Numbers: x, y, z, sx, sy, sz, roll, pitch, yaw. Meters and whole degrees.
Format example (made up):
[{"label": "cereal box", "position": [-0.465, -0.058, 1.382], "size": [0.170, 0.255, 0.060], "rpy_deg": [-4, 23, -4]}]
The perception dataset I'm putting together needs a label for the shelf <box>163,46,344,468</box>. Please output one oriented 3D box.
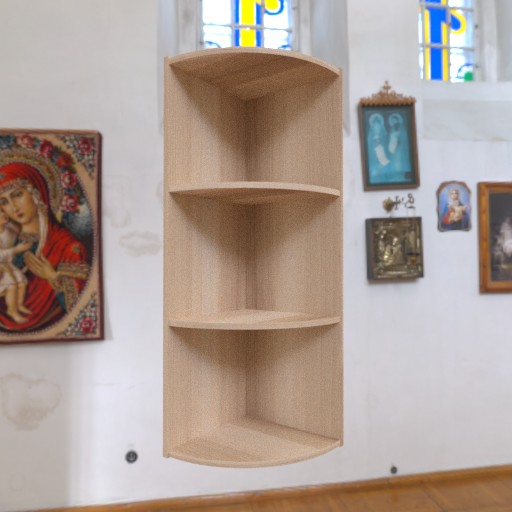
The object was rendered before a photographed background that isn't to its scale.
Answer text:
[{"label": "shelf", "position": [0.000, 0.000, 0.999], "size": [0.290, 0.872, 0.290], "rpy_deg": [-1, -1, 36]}]
